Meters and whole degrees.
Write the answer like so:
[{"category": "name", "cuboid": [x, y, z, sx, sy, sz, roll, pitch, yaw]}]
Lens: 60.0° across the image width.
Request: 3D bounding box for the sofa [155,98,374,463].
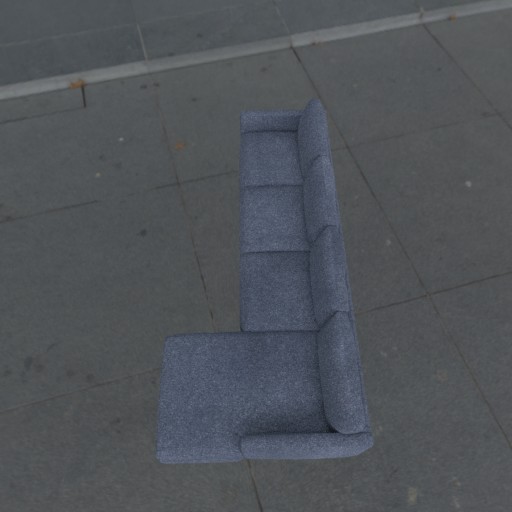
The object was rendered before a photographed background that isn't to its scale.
[{"category": "sofa", "cuboid": [0.000, 0.000, 3.507, 1.350, 0.810, 2.932, -1, 59, -1]}]
